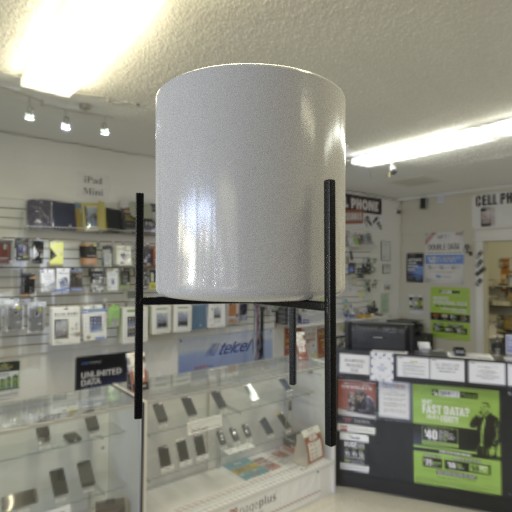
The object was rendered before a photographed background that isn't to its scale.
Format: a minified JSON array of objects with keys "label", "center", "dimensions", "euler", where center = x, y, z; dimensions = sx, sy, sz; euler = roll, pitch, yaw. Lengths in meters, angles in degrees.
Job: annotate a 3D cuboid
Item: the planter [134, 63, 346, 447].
[{"label":"planter","center":[0.000,0.000,0.507],"dimensions":[0.239,0.356,0.239],"euler":[1,-2,-36]}]
